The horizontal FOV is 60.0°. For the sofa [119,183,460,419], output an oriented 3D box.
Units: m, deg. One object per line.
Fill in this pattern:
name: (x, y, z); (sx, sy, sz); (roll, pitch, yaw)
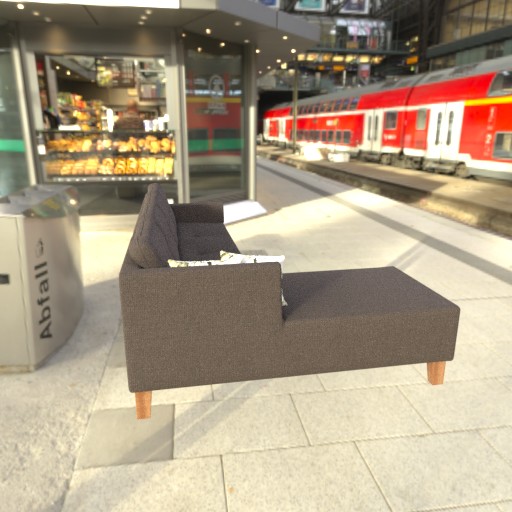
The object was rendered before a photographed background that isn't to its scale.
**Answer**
sofa: (0.000, 0.000, 3.543); (1.829, 0.932, 2.679); (-3, 17, -10)
